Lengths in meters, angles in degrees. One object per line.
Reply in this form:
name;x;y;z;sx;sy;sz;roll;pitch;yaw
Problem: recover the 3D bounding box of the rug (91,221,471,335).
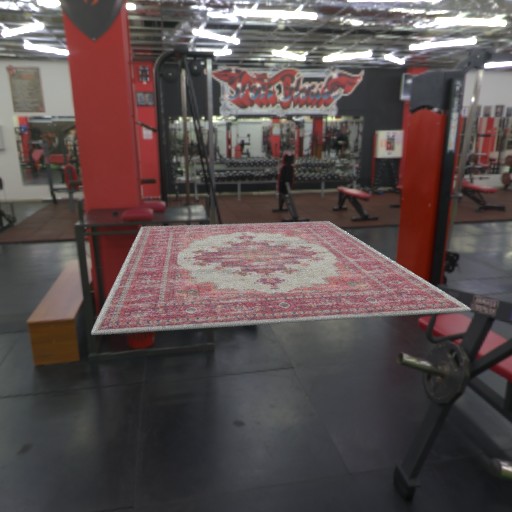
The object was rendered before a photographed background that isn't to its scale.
rug;0.000;0.000;4.265;2.447;0.017;3.123;-2;16;-8
